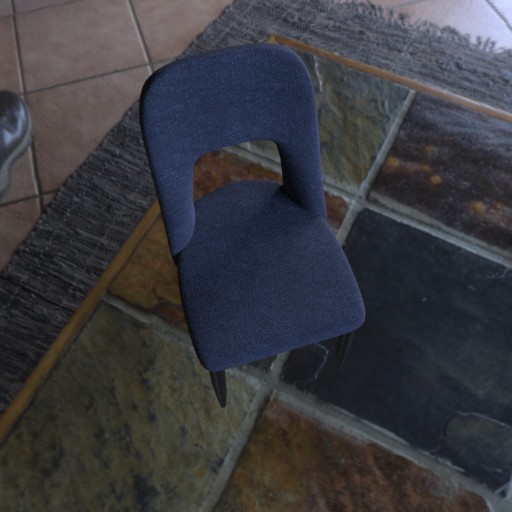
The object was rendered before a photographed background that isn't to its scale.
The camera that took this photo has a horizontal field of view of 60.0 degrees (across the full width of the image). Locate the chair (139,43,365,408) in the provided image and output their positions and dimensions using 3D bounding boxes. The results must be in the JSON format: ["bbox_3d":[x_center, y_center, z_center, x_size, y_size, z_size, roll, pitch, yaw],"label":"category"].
[{"bbox_3d":[0.000,0.000,1.266,0.470,0.931,0.612,-15,64,-7],"label":"chair"}]
